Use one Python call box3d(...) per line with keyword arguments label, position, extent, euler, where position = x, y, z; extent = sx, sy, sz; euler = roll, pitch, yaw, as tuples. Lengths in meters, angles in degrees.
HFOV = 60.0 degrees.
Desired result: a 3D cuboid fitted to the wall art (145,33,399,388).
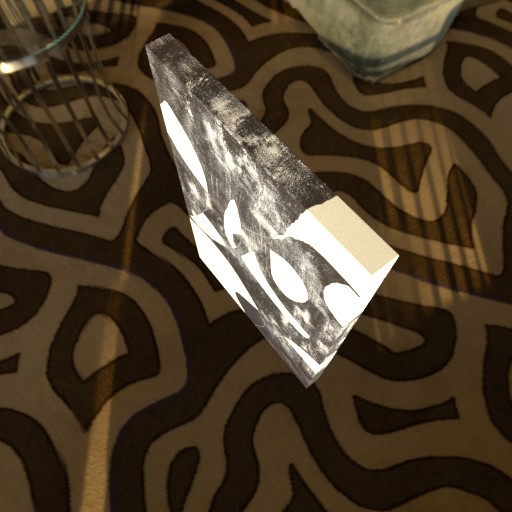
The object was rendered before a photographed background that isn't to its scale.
box3d(label="wall art", position=(0.000, 0.000, 0.769), extent=(0.039, 0.610, 0.407), euler=(-35, 69, -16))
